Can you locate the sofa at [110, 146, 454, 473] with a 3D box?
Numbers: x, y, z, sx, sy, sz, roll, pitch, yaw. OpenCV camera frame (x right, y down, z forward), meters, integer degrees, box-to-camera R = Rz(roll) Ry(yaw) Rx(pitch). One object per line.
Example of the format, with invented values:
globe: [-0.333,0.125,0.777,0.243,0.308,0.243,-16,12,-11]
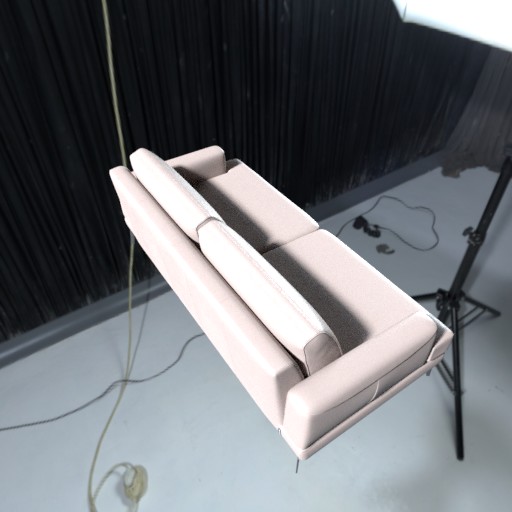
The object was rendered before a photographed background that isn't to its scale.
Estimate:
sofa: [0.000,0.000,2.452,0.974,0.765,1.940,-25,48,-24]
